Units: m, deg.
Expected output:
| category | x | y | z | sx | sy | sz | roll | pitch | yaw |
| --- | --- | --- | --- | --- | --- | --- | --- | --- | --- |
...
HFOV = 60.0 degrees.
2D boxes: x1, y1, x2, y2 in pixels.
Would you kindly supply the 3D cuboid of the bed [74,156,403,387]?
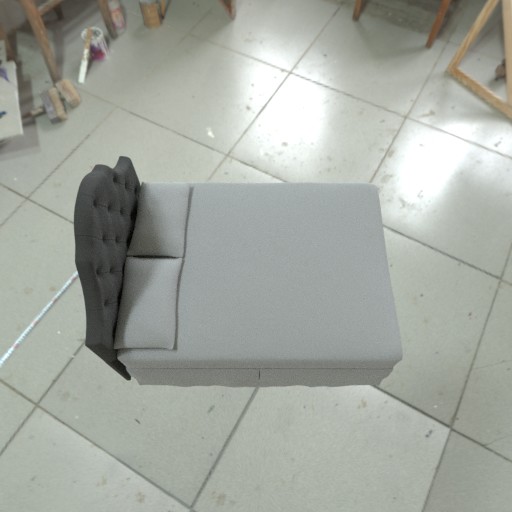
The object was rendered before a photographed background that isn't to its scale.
| category | x | y | z | sx | sy | sz | roll | pitch | yaw |
| --- | --- | --- | --- | --- | --- | --- | --- | --- | --- |
| bed | 0.000 | 0.000 | 3.349 | 2.155 | 1.575 | 1.636 | 0 | 63 | 0 |
